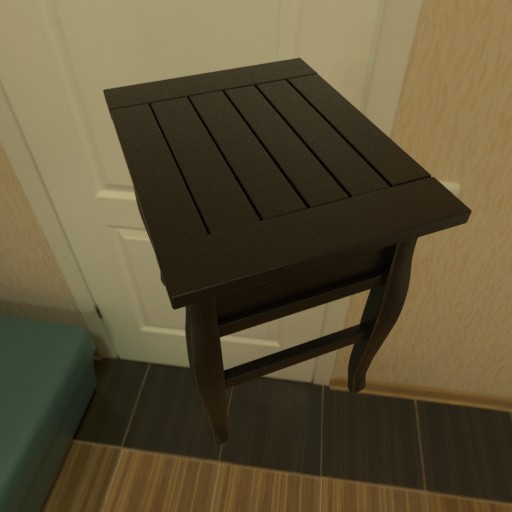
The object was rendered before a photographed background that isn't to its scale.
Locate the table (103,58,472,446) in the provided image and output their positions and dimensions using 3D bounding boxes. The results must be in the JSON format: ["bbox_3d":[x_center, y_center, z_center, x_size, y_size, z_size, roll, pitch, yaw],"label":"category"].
[{"bbox_3d":[0.000,0.000,1.014,0.460,0.604,0.602,-16,48,-15],"label":"table"}]
